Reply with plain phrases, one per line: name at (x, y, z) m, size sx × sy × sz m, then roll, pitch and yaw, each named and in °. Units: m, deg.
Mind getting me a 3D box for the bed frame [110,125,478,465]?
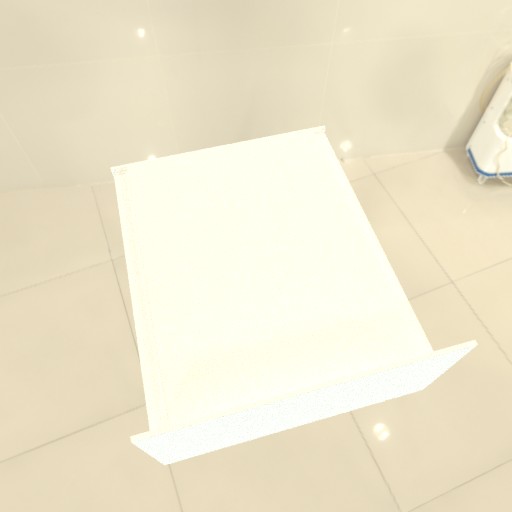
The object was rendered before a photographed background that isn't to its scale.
bed frame at (0.000, 0.000, 2.800) m, size 1.622 × 0.800 × 1.960 m, roll -13°, pitch 59°, yaw -8°
